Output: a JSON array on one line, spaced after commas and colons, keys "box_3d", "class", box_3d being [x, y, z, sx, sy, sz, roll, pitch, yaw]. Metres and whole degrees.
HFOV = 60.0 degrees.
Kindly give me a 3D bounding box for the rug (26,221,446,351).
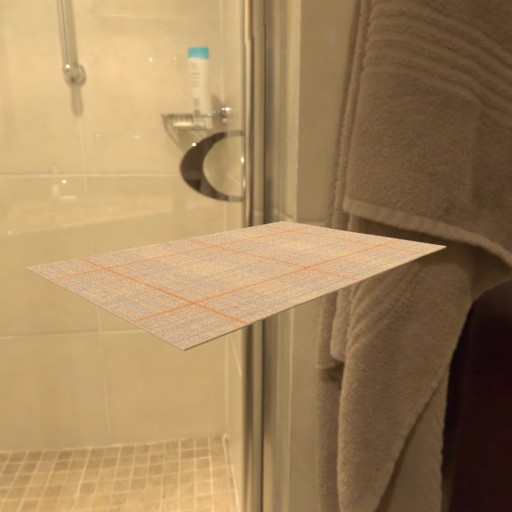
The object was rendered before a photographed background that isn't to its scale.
[{"box_3d": [0.000, 0.000, 2.287, 1.232, 0.015, 1.825, 13, 19, 43], "class": "rug"}]
